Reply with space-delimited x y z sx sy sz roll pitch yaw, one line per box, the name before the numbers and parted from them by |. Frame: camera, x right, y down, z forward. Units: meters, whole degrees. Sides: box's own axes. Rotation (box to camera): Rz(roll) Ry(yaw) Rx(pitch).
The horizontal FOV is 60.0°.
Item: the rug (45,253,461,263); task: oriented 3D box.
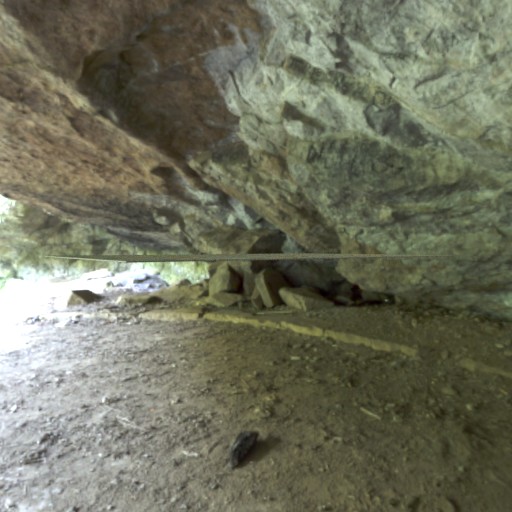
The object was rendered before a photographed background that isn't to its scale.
rug | 0.000 0.000 2.320 1.818 0.005 1.217 -1 1 -36
